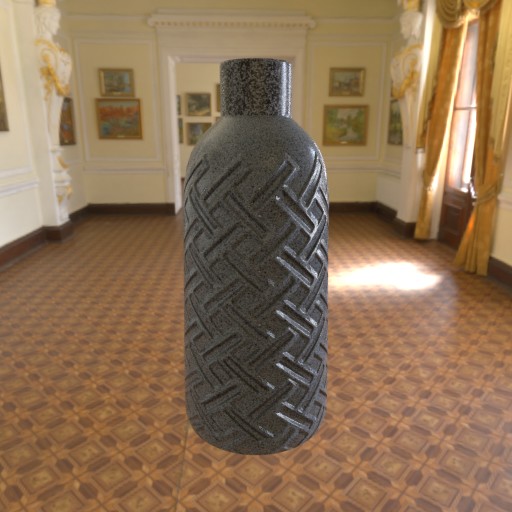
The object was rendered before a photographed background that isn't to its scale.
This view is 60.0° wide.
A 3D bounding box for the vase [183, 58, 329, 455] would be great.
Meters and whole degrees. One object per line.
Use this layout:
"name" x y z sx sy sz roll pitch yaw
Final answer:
"vase" 0.000 0.000 0.351 0.122 0.282 0.122 0 16 0
